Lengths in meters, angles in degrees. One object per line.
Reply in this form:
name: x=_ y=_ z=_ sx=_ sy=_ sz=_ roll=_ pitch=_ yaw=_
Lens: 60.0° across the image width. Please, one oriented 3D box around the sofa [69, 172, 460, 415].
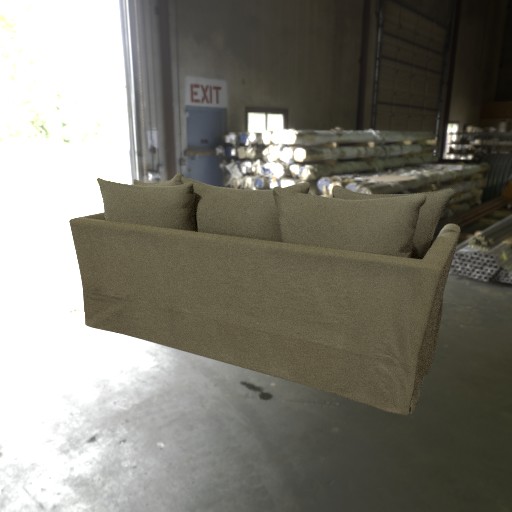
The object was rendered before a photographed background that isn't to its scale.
sofa: x=0.000 y=0.000 z=2.844 sx=2.290 sy=1.034 sz=1.031 roll=8 pitch=17 yaw=27
